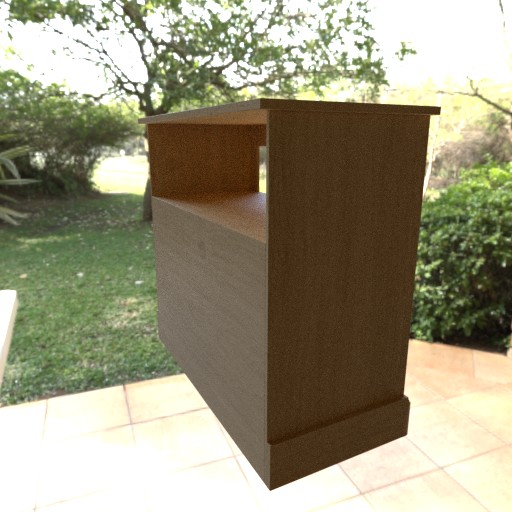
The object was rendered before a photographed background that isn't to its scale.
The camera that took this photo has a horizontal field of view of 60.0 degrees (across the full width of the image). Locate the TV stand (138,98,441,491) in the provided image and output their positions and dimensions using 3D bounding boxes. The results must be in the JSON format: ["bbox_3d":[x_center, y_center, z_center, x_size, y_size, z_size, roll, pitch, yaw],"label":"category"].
[{"bbox_3d":[0.000,0.000,1.288,0.430,0.787,0.851,-8,17,-27],"label":"TV stand"}]
